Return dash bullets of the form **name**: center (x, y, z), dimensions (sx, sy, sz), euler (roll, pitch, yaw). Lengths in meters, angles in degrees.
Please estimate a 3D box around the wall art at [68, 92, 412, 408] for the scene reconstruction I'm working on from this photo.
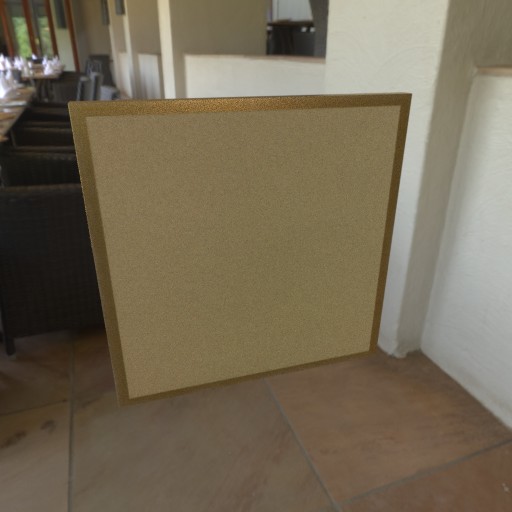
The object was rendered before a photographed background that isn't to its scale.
- **wall art**: center (0.000, 0.000, 1.122), dimensions (0.762, 0.760, 0.037), euler (-7, 26, -15)
